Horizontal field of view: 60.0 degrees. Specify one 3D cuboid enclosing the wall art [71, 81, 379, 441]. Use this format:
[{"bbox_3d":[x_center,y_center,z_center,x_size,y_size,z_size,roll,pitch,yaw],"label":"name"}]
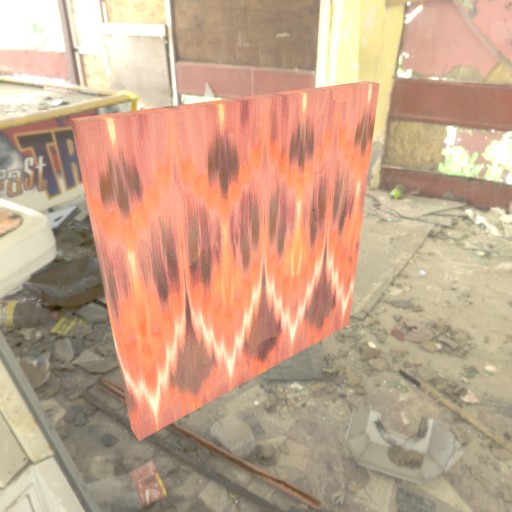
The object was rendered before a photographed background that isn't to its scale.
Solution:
[{"bbox_3d":[0.000,0.000,0.891,0.603,0.609,0.037,-20,35,-32],"label":"wall art"}]
